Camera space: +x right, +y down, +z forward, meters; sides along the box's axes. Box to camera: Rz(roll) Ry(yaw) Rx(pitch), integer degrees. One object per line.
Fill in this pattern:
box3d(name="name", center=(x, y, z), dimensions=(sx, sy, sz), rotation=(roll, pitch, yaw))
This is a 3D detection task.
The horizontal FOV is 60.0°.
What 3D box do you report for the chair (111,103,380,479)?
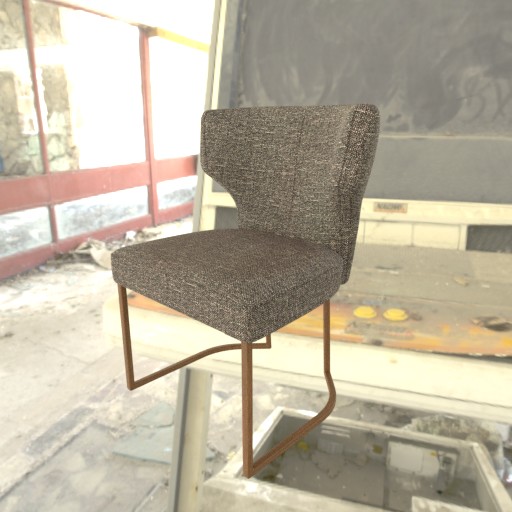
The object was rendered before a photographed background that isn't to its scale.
box3d(name="chair", center=(0.000, 0.000, 1.256), dimensions=(0.611, 0.824, 0.617), rotation=(15, 22, 42))
